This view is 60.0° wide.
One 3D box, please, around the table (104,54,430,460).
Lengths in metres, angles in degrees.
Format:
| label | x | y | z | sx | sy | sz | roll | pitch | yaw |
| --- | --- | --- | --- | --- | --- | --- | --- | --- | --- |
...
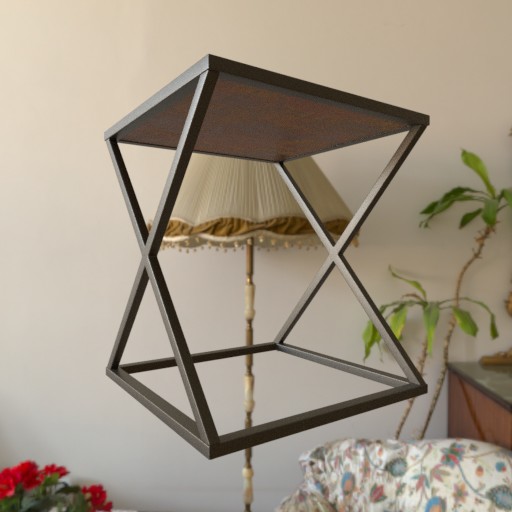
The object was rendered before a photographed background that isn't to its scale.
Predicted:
| label | x | y | z | sx | sy | sz | roll | pitch | yaw |
| --- | --- | --- | --- | --- | --- | --- | --- | --- | --- |
| table | 0.000 | 0.000 | 0.954 | 0.500 | 0.565 | 0.500 | -1 | 1 | -34 |
